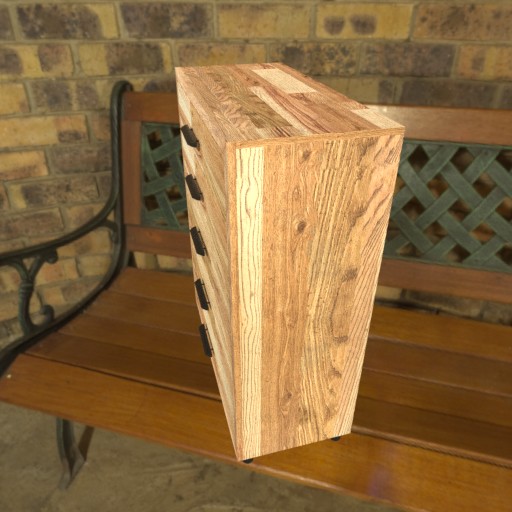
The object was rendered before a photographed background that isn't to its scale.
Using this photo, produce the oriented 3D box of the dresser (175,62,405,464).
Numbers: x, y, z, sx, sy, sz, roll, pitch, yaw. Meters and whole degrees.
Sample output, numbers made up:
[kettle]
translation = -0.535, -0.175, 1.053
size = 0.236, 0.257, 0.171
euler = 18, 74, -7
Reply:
[dresser]
translation = 0.000, 0.000, 1.737
size = 0.480, 1.243, 0.966
euler = -8, 33, -13
